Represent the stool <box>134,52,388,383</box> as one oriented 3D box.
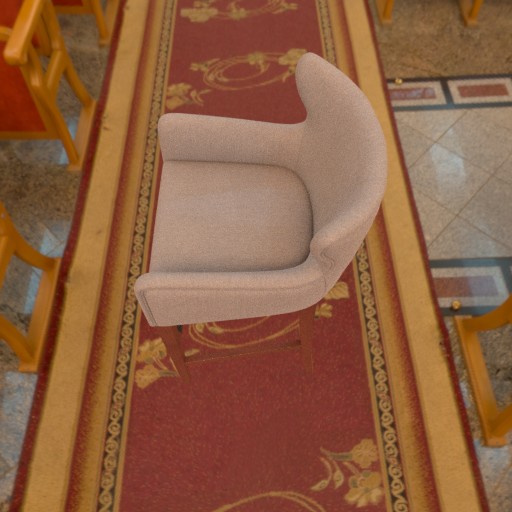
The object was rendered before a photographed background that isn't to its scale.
[{"bbox_3d":[0.000,0.000,1.402,0.575,1.047,0.575,-1,59,0],"label":"stool"}]
